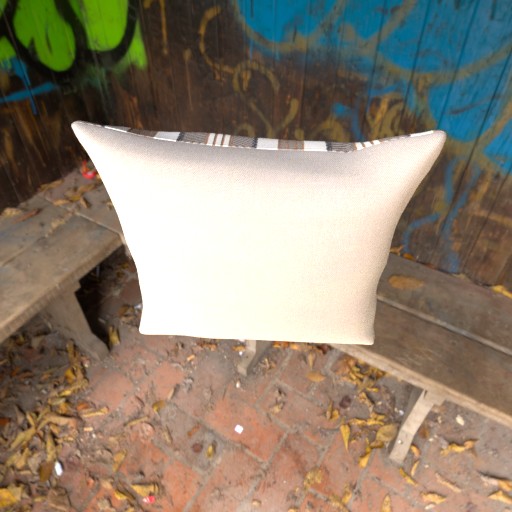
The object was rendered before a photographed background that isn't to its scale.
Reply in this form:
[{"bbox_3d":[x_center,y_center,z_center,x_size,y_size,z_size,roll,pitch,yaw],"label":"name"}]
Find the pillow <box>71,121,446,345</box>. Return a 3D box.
[{"bbox_3d":[0.000,0.000,0.627,0.416,0.401,0.173,2,44,2],"label":"pillow"}]
